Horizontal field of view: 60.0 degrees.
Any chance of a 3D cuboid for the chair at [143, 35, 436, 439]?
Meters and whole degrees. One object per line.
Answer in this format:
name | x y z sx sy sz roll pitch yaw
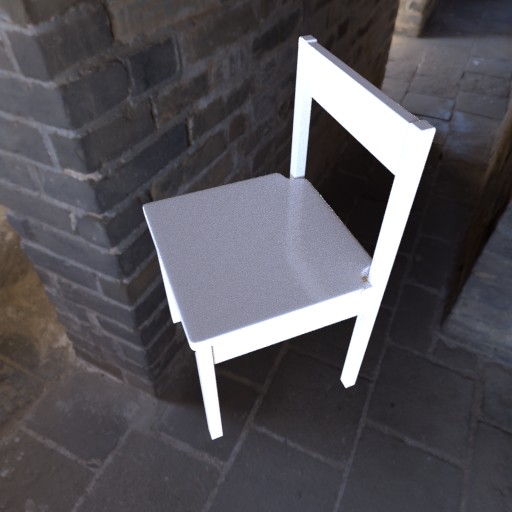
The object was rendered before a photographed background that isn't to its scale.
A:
chair | 0.000 0.000 0.874 0.361 0.668 0.367 -16 48 -15
